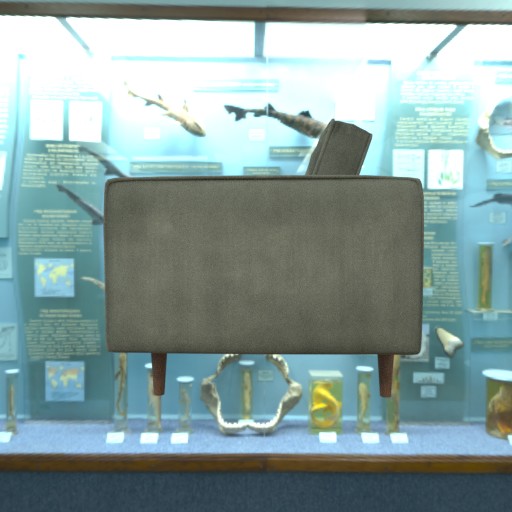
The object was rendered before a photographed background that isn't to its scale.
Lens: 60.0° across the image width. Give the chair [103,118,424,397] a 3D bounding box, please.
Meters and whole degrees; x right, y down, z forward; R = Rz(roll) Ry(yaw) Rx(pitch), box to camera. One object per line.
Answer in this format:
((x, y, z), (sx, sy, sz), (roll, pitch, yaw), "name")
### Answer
((0.000, 0.000, 1.522), (0.843, 0.773, 0.928), (0, 1, 1), "chair")
